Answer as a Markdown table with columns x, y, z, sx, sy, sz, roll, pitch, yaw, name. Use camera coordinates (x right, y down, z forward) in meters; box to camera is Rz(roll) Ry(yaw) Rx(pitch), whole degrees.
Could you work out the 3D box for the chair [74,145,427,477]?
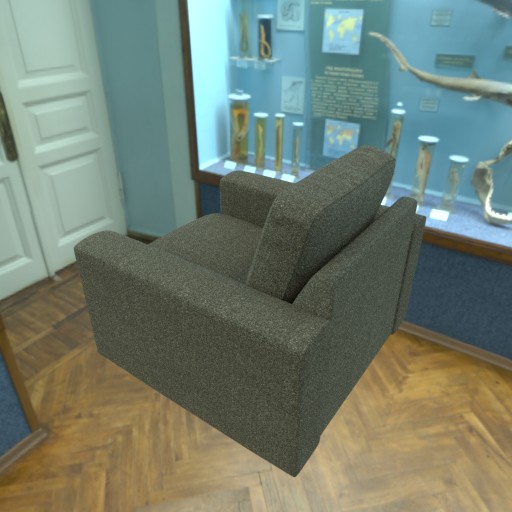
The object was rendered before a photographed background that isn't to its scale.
| x | y | z | sx | sy | sz | roll | pitch | yaw | name |
| --- | --- | --- | --- | --- | --- | --- | --- | --- | --- |
| 0.000 | 0.000 | 1.781 | 1.016 | 0.873 | 1.005 | 20 | 36 | 30 | chair |
